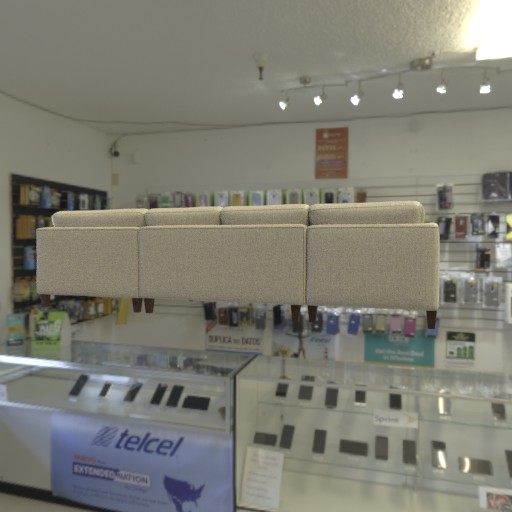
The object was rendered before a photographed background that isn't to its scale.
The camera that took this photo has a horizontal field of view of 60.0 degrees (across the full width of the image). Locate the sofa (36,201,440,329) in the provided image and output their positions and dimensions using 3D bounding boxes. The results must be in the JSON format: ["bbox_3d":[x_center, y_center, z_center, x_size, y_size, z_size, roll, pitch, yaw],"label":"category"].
[{"bbox_3d":[0.000,0.000,4.645,3.403,0.889,2.551,1,2,18],"label":"sofa"}]
